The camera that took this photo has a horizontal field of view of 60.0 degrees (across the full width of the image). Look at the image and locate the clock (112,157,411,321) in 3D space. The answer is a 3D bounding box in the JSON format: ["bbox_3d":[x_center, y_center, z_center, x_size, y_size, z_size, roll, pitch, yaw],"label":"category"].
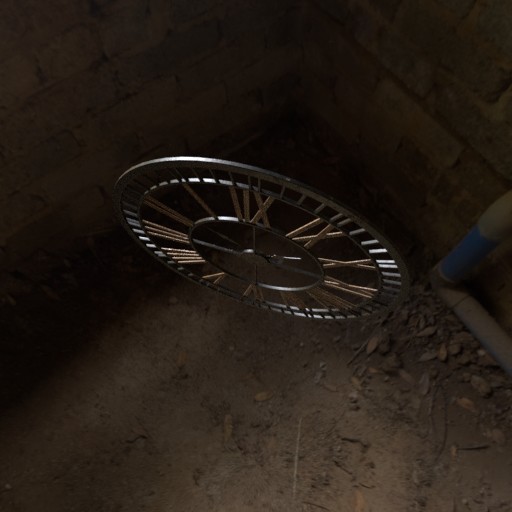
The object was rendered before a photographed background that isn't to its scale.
[{"bbox_3d":[0.000,0.000,1.258,0.843,0.843,0.025,16,66,7],"label":"clock"}]
